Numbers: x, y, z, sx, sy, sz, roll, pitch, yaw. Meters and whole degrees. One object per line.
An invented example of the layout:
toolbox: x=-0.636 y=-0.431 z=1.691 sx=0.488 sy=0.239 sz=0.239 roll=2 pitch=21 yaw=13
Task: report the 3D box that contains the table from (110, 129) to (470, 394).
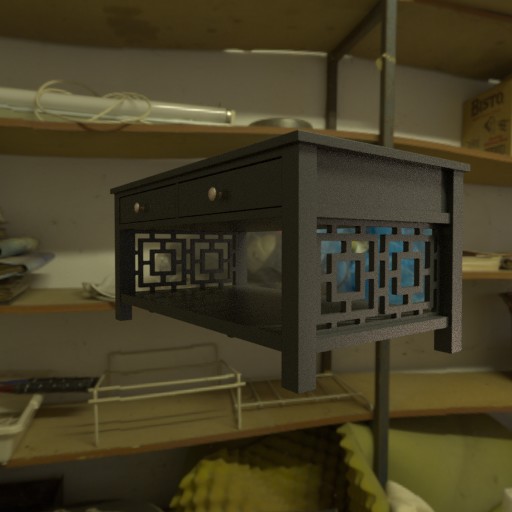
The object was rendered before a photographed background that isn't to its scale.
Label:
table: x=0.000 y=0.000 z=1.418 sx=0.612 sy=0.493 sz=1.068 roll=-1 pitch=2 yaw=-36
